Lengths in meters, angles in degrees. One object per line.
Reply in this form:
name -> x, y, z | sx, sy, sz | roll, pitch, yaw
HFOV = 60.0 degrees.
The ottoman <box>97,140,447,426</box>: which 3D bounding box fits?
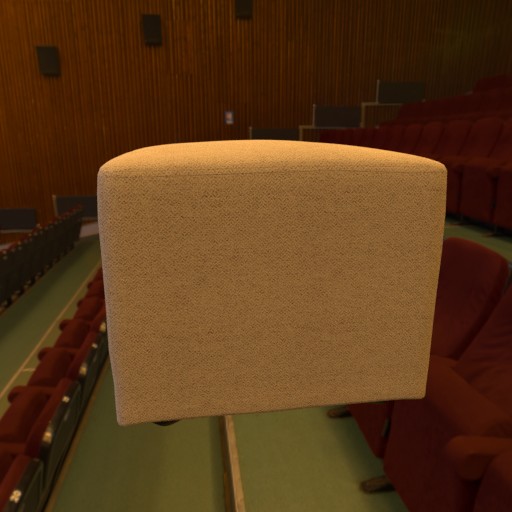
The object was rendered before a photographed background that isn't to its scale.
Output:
ottoman -> 0.000, 0.000, 0.899 | 0.512, 0.453, 0.521 | -2, 16, -8
